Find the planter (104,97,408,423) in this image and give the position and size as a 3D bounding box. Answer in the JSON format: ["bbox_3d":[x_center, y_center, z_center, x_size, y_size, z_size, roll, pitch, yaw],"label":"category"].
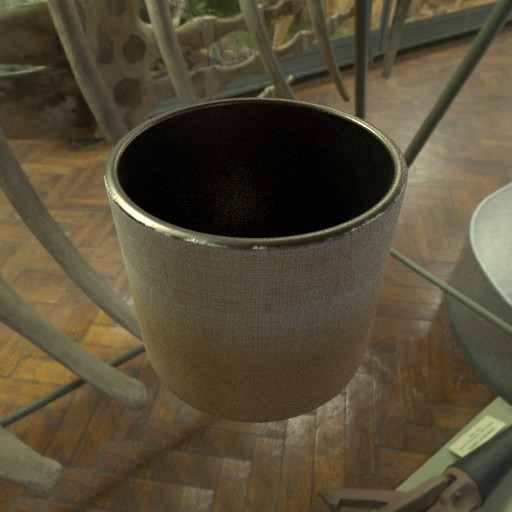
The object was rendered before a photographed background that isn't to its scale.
[{"bbox_3d":[0.000,0.000,0.390,0.221,0.201,0.221,0,41,0],"label":"planter"}]
